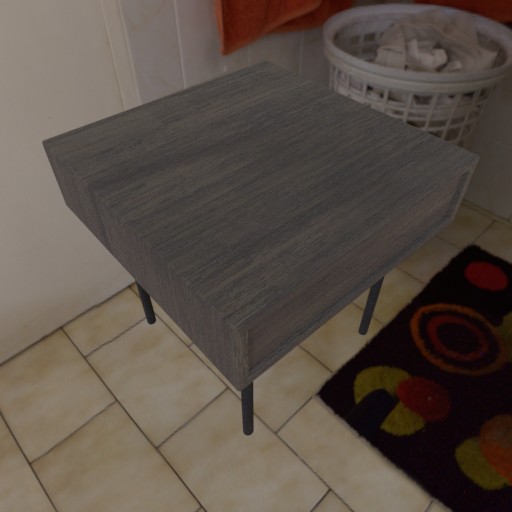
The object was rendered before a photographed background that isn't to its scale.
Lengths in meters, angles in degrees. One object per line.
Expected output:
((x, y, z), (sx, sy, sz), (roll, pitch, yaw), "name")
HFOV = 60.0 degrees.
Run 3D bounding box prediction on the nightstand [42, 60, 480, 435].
((0.000, 0.000, 0.890), (0.502, 0.497, 0.503), (-32, 54, -28), "nightstand")
